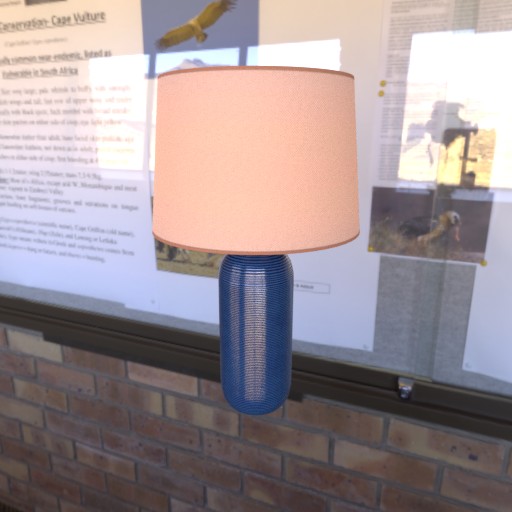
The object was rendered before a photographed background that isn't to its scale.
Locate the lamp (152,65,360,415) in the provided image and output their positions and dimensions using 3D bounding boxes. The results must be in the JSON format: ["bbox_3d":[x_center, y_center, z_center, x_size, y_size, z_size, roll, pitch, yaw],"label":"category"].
[{"bbox_3d":[0.000,0.000,0.818,0.367,0.609,0.367,0,16,0],"label":"lamp"}]
